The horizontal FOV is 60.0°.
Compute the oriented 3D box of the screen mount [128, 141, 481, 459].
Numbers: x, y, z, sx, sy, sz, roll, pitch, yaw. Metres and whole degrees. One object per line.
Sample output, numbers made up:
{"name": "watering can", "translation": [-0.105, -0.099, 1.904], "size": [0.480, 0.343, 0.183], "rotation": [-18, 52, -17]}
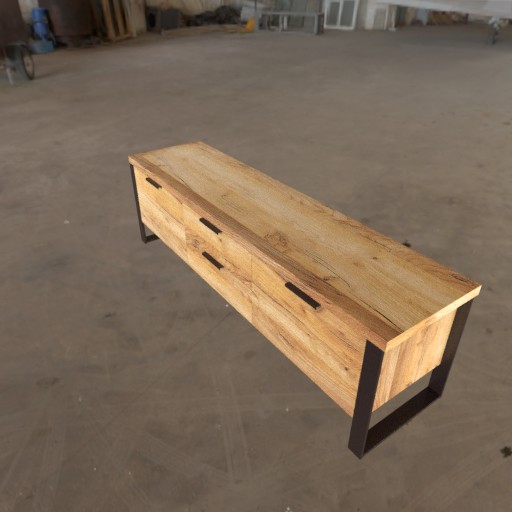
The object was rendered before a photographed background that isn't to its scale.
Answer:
{"name": "screen mount", "translation": [0.000, 0.000, 1.733], "size": [0.395, 0.450, 1.524], "rotation": [-21, 38, -30]}
